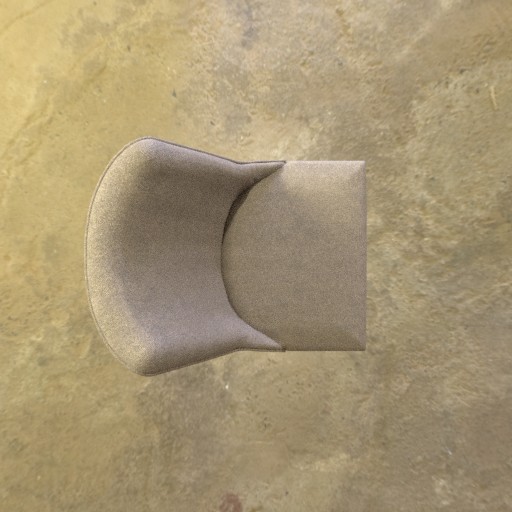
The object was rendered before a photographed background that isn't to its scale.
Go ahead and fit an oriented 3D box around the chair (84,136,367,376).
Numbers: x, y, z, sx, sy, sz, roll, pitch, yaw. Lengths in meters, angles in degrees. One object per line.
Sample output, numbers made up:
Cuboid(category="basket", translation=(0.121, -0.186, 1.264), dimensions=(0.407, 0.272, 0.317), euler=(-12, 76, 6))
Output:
Cuboid(category="chair", translation=(0.000, 0.000, 1.240), dimensions=(0.636, 0.916, 0.548), euler=(0, 90, -1))
